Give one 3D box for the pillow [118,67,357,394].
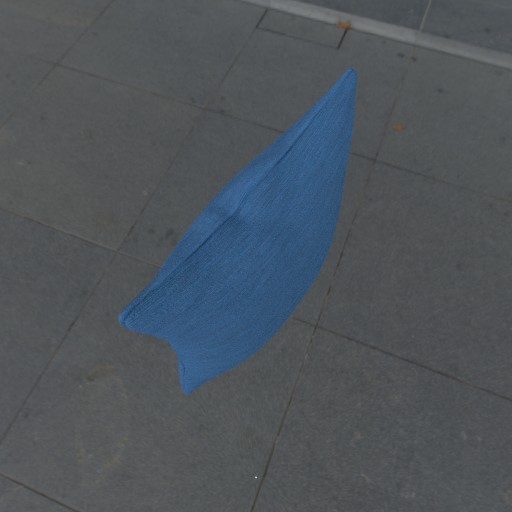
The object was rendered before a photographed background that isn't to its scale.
[{"bbox_3d":[0.000,0.000,0.689,0.177,0.420,0.437,34,68,16],"label":"pillow"}]
